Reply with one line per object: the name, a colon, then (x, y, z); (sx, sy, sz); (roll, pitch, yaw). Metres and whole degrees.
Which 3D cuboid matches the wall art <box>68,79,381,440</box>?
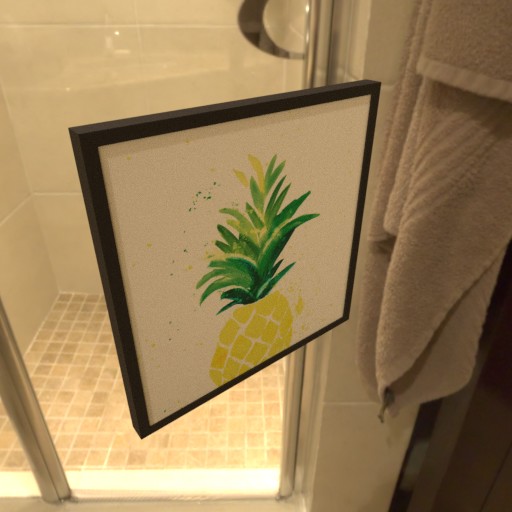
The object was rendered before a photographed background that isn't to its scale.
wall art: (0.000, 0.000, 0.749); (0.508, 0.507, 0.033); (-22, 37, -32)
